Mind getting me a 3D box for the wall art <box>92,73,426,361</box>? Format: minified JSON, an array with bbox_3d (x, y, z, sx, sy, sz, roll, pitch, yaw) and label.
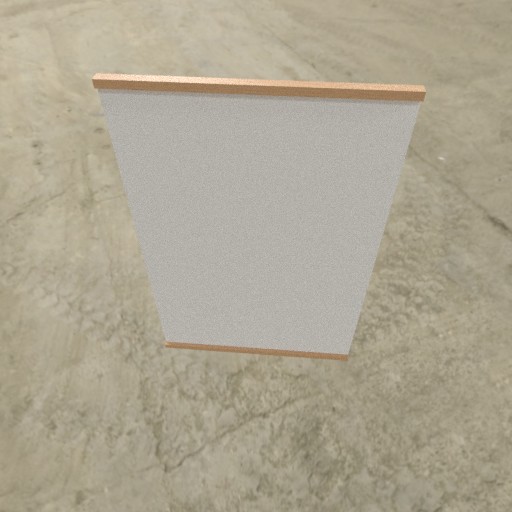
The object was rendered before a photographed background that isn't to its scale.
[{"bbox_3d":[0.000,0.000,0.757,0.401,0.611,0.016,3,47,3],"label":"wall art"}]
